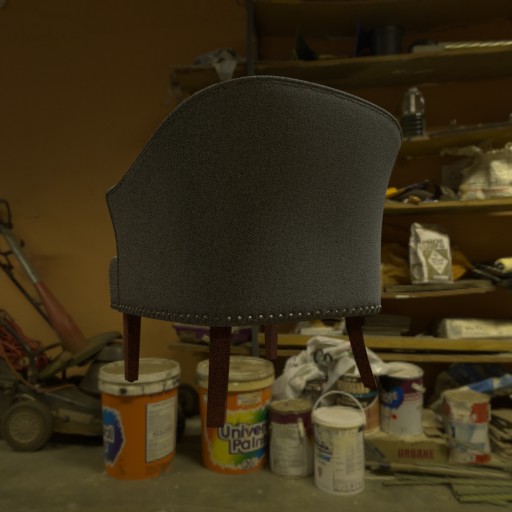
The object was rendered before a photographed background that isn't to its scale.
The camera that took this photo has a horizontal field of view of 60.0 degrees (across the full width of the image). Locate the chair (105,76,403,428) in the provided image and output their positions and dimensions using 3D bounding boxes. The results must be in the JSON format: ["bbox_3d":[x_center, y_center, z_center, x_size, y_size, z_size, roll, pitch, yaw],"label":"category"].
[{"bbox_3d":[0.000,0.000,1.372,0.798,0.815,0.704,1,-2,-37],"label":"chair"}]
